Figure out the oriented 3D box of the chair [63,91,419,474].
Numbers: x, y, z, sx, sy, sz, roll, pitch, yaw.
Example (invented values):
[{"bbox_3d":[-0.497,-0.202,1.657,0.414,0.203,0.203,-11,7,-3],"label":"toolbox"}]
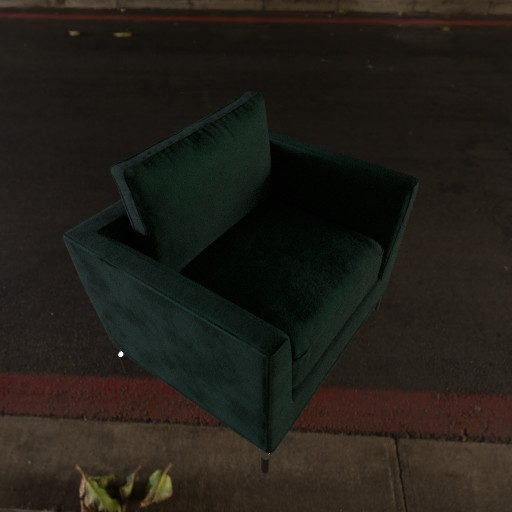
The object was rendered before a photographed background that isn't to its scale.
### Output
[{"bbox_3d":[0.000,0.000,1.756,0.852,0.997,1.047,25,47,26],"label":"chair"}]
